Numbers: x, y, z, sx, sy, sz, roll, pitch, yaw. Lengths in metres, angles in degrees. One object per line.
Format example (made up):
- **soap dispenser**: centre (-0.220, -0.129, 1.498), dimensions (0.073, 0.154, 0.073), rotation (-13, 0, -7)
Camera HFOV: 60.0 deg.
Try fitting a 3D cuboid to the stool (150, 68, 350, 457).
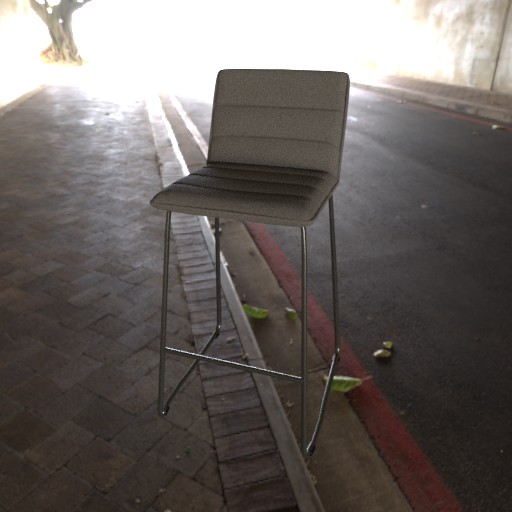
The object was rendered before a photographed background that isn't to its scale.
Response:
- **stool**: centre (0.000, 0.000, 1.263), dimensions (0.490, 0.960, 0.490), rotation (8, 28, 17)
